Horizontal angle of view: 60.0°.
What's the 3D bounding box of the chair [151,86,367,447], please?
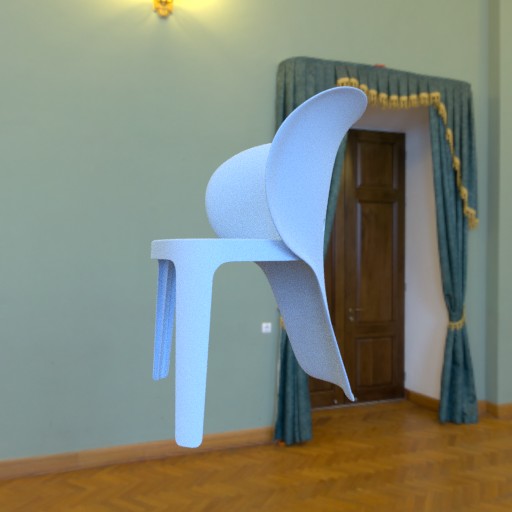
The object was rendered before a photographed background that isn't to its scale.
[{"bbox_3d":[0.000,0.000,0.870,0.402,0.554,0.451,0,1,-19],"label":"chair"}]
